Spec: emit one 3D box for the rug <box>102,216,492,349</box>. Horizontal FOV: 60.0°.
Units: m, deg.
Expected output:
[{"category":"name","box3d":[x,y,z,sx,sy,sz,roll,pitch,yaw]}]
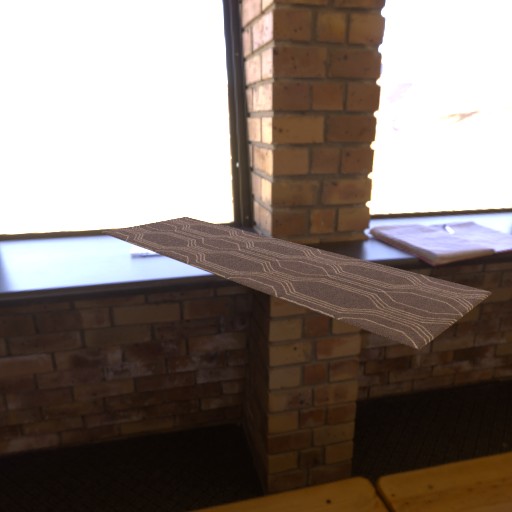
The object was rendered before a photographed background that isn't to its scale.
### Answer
[{"category":"rug","box3d":[0.000,0.000,2.716,2.464,0.012,0.773,17,24,42]}]
